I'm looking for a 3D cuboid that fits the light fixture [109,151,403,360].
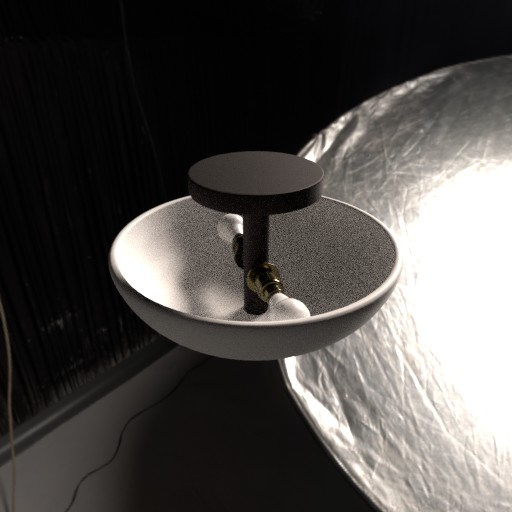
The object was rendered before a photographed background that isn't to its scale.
[{"bbox_3d":[0.000,0.000,0.527,0.331,0.212,0.331,0,29,0],"label":"light fixture"}]
